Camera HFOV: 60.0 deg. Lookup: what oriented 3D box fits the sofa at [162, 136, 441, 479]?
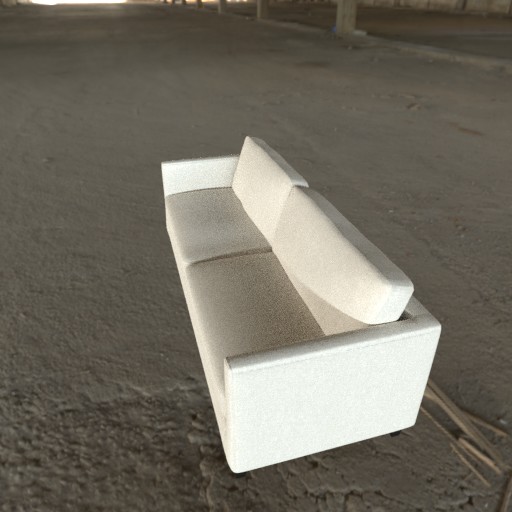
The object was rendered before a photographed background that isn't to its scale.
[{"bbox_3d":[0.000,0.000,2.855,0.948,0.965,2.434,-9,32,-14],"label":"sofa"}]
